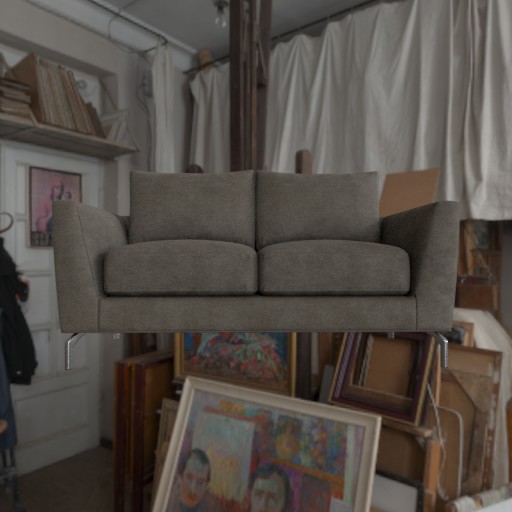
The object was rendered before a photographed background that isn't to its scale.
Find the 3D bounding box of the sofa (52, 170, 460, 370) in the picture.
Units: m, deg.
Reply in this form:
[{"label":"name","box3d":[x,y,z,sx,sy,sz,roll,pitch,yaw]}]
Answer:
[{"label":"sofa","box3d":[0.000,0.000,2.379,1.832,1.013,0.855,0,0,-1]}]
